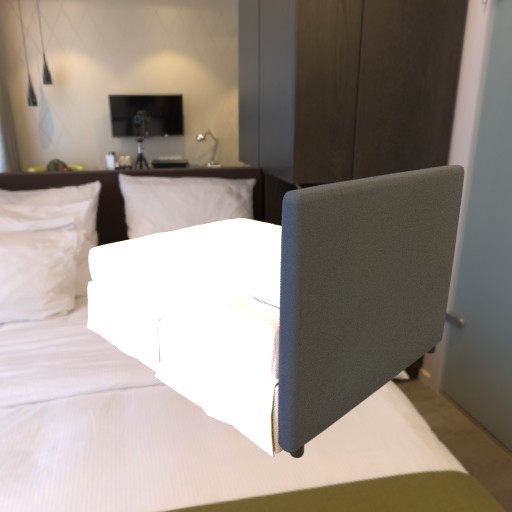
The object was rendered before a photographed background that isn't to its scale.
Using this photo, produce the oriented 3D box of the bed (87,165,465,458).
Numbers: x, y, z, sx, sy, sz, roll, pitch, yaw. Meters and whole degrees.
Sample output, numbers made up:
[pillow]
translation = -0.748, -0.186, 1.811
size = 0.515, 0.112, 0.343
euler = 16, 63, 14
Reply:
[bed]
translation = 0.000, 0.000, 3.180
size = 1.713, 1.330, 2.162
euler = -16, 23, -42
